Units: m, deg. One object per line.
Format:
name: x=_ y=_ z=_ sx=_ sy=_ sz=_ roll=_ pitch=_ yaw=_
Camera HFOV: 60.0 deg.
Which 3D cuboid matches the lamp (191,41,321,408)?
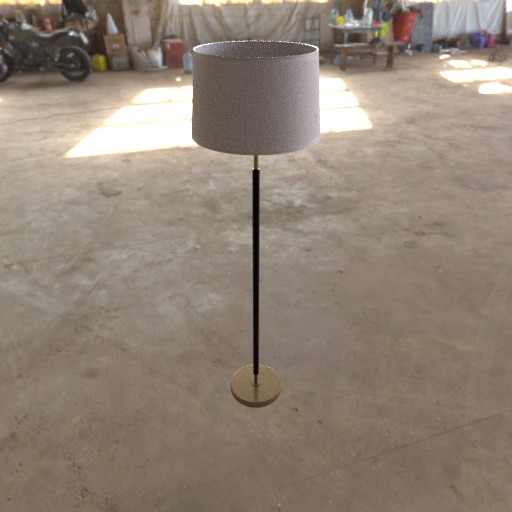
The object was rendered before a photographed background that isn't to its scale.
lamp: x=0.000 y=0.000 z=1.692 sx=0.420 sy=1.447 sz=0.420 roll=0 pitch=32 yaw=0
